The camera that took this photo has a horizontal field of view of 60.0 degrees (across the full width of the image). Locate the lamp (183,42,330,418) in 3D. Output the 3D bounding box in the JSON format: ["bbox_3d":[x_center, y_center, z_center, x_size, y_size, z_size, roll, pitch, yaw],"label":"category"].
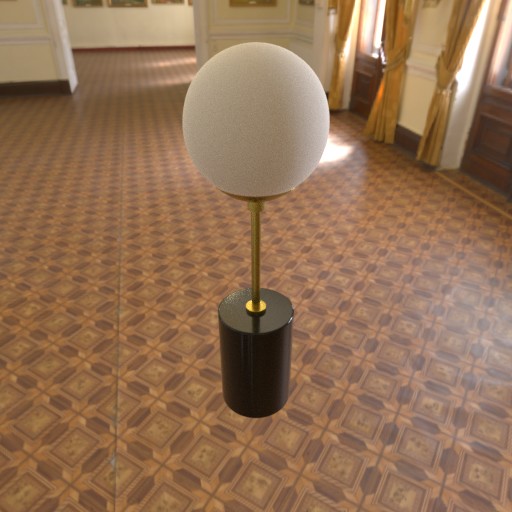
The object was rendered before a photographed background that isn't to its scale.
[{"bbox_3d":[0.000,0.000,0.551,0.153,0.480,0.153,0,31,0],"label":"lamp"}]
